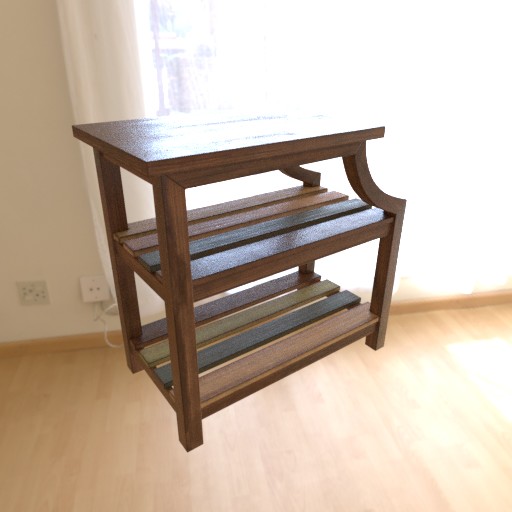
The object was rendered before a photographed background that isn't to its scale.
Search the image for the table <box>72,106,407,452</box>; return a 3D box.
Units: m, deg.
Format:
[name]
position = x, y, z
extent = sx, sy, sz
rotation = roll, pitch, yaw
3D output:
[table]
position = 0.000, 0.000, 1.000
extent = 0.609, 0.584, 0.356
rotation = -17, 31, -32
